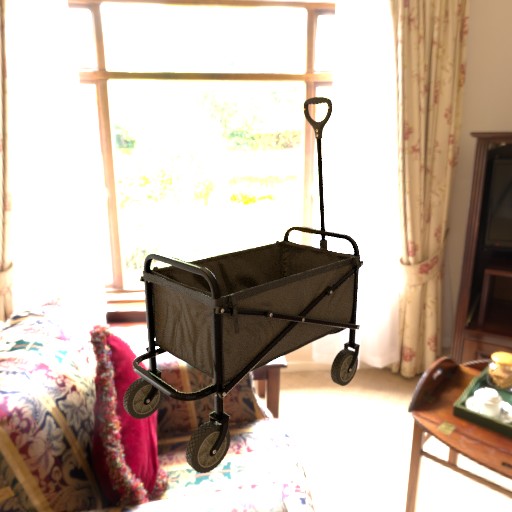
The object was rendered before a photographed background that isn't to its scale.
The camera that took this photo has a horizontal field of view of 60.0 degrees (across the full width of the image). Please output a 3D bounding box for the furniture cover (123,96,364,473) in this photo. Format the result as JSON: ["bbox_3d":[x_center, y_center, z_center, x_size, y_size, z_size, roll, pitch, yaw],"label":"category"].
[{"bbox_3d":[0.000,0.000,1.833,1.038,1.295,0.532,-13,19,-43],"label":"furniture cover"}]
